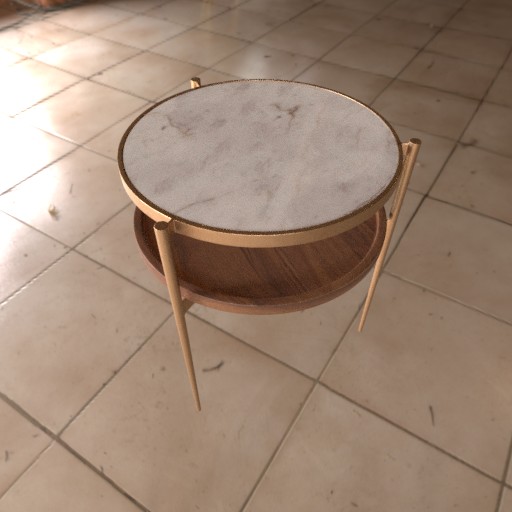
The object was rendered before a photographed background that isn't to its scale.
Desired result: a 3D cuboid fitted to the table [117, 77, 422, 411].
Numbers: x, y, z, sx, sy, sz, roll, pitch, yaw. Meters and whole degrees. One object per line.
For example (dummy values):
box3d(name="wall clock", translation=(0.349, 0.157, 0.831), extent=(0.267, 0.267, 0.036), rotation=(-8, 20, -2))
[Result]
box3d(name="table", translation=(0.000, 0.000, 0.836), extent=(0.430, 0.493, 0.456), rotation=(24, 50, 21))
